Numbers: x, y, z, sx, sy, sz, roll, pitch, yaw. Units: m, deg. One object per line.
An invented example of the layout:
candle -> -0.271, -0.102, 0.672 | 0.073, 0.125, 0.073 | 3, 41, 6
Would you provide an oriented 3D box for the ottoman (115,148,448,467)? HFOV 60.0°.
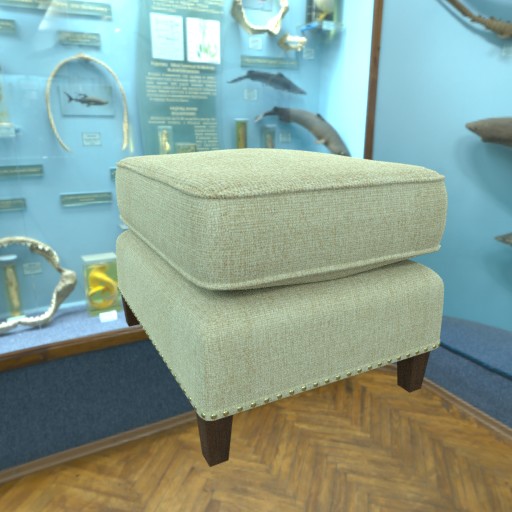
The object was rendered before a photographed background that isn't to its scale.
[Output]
ottoman -> 0.000, 0.000, 1.138 | 0.589, 0.537, 0.738 | -9, 19, -27
